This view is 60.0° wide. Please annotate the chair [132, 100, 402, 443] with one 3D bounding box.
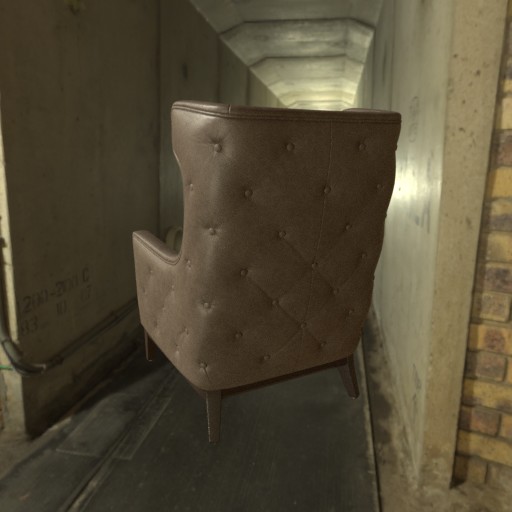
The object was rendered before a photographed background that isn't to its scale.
[{"bbox_3d":[0.000,0.000,1.699,0.769,1.079,0.899,-7,16,-26],"label":"chair"}]
